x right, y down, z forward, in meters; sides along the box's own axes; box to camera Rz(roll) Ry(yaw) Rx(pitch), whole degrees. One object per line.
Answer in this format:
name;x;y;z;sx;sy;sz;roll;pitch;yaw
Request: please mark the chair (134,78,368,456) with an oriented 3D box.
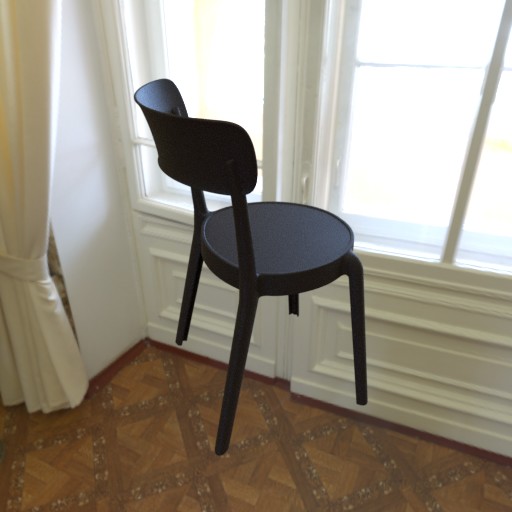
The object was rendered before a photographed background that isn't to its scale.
chair;0.000;0.000;1.113;0.491;0.790;0.506;-11;32;-19
